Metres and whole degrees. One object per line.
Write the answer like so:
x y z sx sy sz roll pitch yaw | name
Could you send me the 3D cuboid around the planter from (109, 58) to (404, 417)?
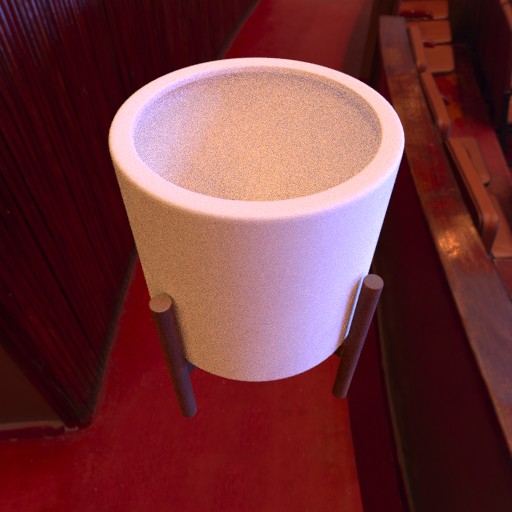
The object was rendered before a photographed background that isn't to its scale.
0.000 0.000 0.853 0.420 0.581 0.421 -3 48 -3 | planter
